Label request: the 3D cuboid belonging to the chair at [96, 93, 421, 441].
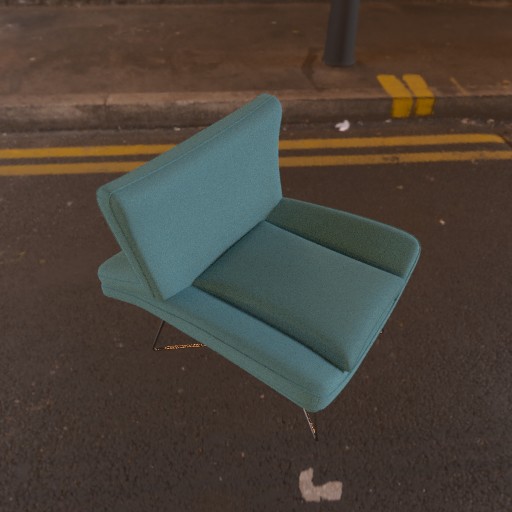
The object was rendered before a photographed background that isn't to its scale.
[{"bbox_3d":[0.000,0.000,1.651,1.008,0.855,0.859,25,48,25],"label":"chair"}]
